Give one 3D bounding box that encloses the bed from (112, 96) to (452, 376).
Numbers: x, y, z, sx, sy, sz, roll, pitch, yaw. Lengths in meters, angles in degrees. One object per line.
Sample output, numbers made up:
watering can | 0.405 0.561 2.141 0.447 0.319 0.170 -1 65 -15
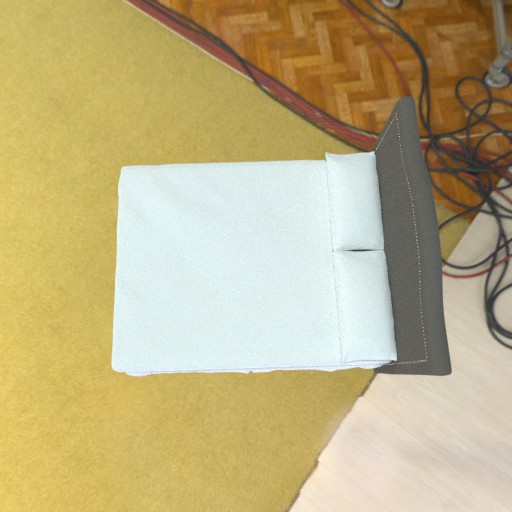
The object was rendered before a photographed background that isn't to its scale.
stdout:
bed | 0.000 0.000 3.093 2.036 1.387 1.666 -2 76 0
